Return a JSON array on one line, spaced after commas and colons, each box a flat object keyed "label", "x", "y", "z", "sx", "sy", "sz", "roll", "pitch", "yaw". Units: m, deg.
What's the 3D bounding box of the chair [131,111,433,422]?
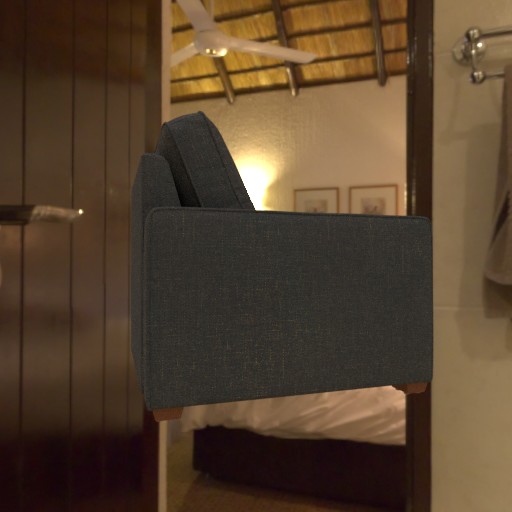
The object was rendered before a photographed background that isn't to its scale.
[{"label": "chair", "x": 0.000, "y": 0.000, "z": 1.785, "sx": 0.940, "sy": 0.919, "sz": 1.017, "roll": 0, "pitch": -1, "yaw": -18}]
